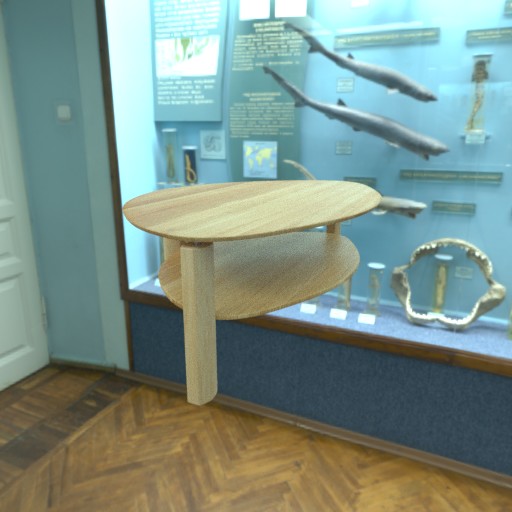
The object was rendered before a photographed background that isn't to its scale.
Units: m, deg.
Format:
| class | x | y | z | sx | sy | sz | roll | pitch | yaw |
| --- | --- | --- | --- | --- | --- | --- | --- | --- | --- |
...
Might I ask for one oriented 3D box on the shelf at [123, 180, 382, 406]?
| class | x | y | z | sx | sy | sz | roll | pitch | yaw |
| --- | --- | --- | --- | --- | --- | --- | --- | --- | --- |
| shelf | 0.000 | 0.000 | 1.632 | 0.845 | 0.440 | 1.246 | 8 | 18 | 25 |
